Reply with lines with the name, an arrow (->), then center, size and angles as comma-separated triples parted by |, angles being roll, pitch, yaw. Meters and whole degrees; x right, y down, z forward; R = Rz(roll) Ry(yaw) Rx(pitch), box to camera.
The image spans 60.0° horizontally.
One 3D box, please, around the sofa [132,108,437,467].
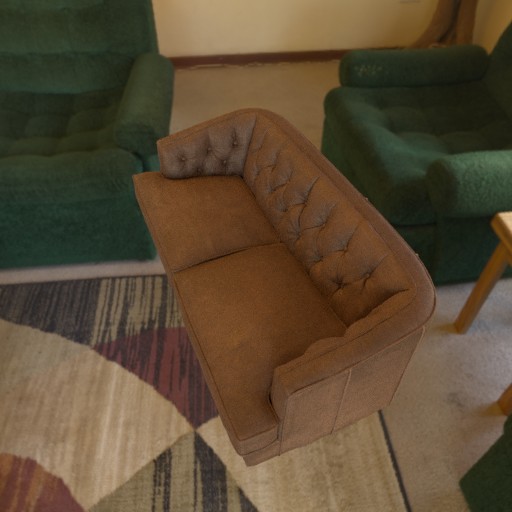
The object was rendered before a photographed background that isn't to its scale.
sofa -> 0.000, 0.000, 2.263 | 0.917, 0.799, 1.767 | -17, 48, -16
